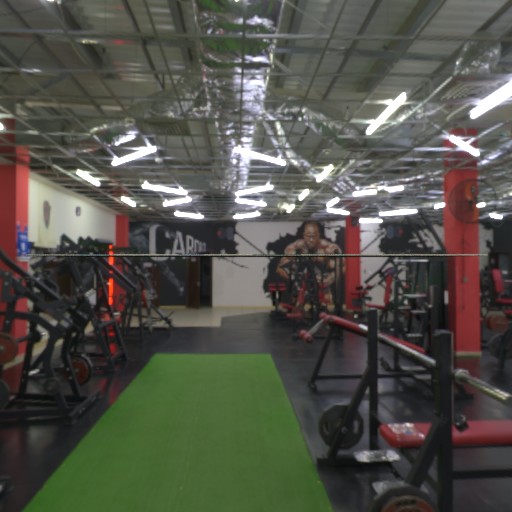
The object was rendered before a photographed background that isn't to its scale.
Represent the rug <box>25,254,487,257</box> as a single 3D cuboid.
[{"bbox_3d":[0.000,0.000,2.708,2.437,0.008,0.774,0,-1,-1],"label":"rug"}]
